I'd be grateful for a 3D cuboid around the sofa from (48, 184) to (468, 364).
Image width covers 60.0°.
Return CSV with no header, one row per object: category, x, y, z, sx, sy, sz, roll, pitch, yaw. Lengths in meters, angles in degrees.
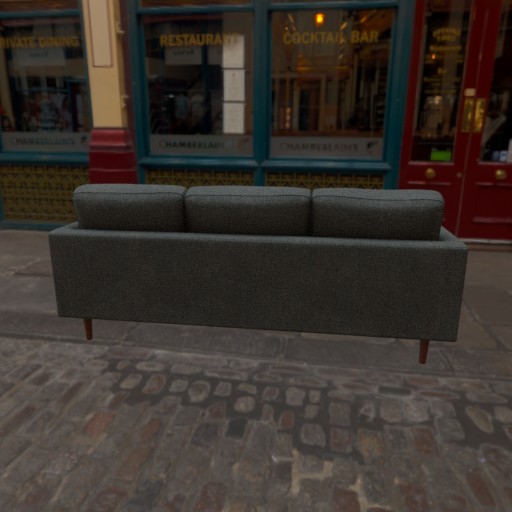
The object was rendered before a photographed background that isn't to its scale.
sofa,0.000,0.000,2.776,2.246,0.930,0.903,2,15,8
